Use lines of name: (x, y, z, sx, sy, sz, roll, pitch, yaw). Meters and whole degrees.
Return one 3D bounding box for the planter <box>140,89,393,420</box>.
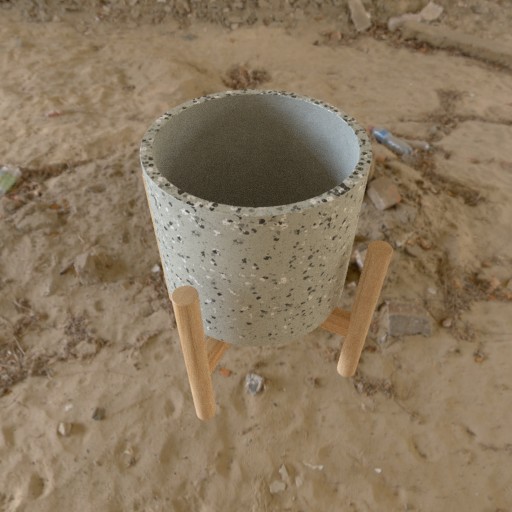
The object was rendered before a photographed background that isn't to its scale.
planter: (0.000, 0.000, 0.545, 0.284, 0.320, 0.284, -31, 53, -27)
